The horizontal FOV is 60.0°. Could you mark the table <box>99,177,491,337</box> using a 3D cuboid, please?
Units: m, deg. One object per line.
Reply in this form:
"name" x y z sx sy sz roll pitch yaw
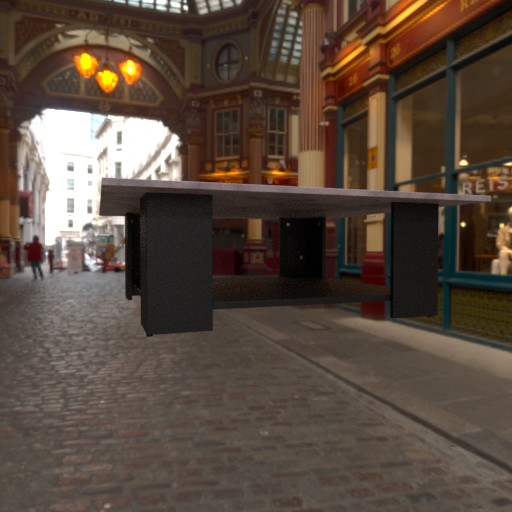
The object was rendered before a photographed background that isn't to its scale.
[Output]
"table" 0.000 0.000 1.345 0.890 0.305 0.890 -1 2 -20
